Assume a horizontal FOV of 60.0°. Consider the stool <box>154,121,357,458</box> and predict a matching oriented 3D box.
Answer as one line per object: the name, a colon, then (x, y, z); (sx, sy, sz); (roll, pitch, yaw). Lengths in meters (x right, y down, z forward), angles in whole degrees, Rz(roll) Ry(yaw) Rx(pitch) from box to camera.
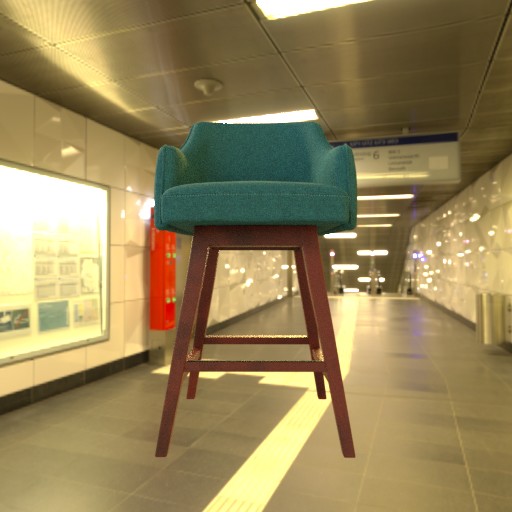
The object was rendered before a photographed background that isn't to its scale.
stool: (0.000, 0.000, 1.323); (0.548, 0.961, 0.556); (0, -1, 0)
